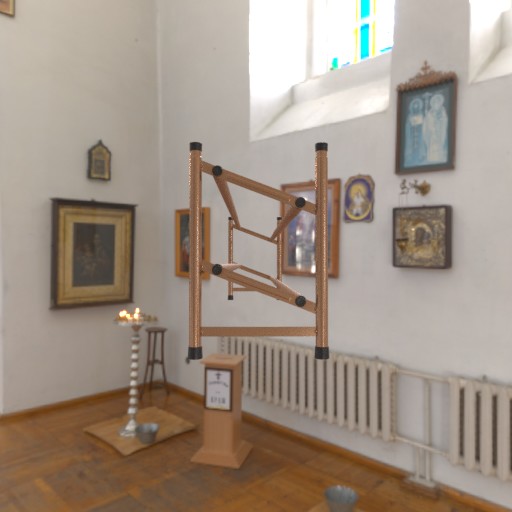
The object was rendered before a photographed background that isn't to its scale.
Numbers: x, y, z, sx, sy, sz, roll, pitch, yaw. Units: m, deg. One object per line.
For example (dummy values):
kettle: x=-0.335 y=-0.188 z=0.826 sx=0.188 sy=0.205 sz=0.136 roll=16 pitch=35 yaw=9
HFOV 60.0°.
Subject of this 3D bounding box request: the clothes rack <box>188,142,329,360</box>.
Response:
clothes rack: x=0.000 y=0.000 z=1.290 sx=0.229 sy=0.349 sz=1.168 roll=0 pitch=-1 yaw=0
